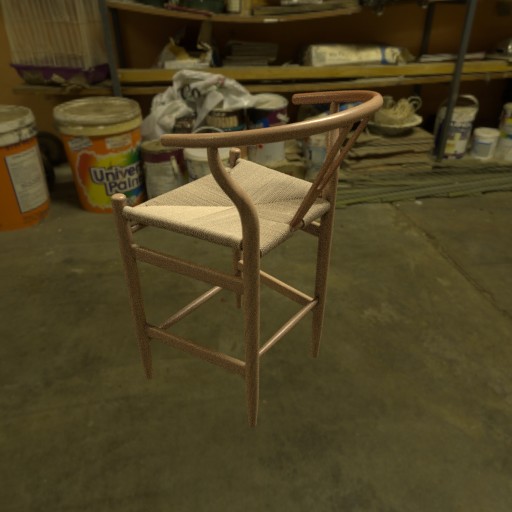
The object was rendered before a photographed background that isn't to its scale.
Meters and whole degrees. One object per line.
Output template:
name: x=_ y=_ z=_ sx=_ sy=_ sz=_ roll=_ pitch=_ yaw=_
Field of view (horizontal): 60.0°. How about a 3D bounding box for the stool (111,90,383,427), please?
stool: x=0.000 y=0.000 z=1.283 sx=0.575 sy=0.923 sz=0.536 roll=21 pitch=37 yaw=31
